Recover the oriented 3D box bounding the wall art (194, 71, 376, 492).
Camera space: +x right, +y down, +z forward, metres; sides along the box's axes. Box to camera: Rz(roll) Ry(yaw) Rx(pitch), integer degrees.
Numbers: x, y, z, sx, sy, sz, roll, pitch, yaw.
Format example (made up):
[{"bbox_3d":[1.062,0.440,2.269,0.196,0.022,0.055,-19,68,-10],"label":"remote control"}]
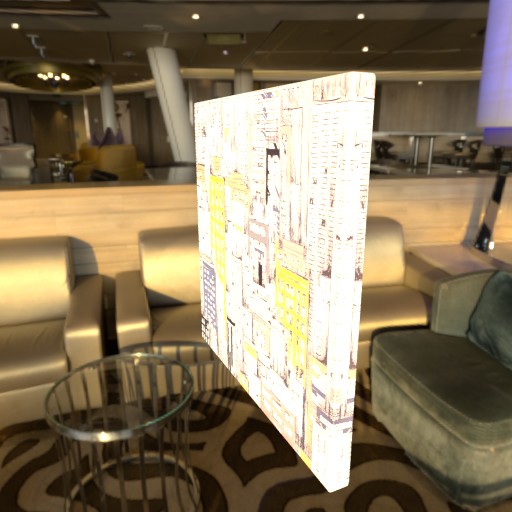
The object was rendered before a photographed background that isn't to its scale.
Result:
[{"bbox_3d":[0.000,0.000,0.876,0.038,0.608,0.607,-7,17,-25],"label":"wall art"}]
